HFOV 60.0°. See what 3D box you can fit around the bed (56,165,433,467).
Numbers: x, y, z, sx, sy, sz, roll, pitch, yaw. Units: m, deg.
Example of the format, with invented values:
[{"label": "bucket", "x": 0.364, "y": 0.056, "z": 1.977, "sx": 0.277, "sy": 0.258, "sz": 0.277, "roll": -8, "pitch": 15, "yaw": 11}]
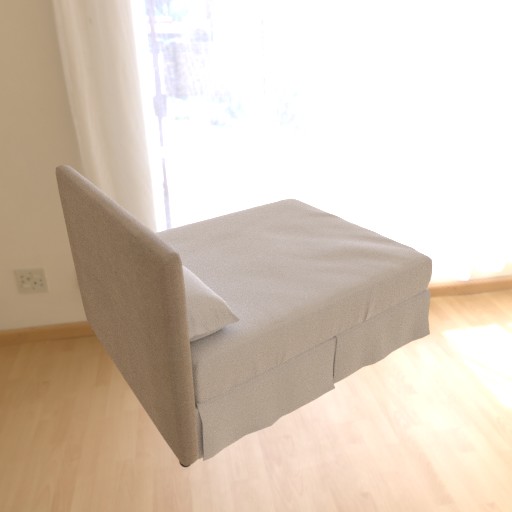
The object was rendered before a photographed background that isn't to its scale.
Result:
[{"label": "bed", "x": 0.000, "y": 0.000, "z": 3.200, "sx": 2.162, "sy": 1.330, "sz": 1.713, "roll": -18, "pitch": 33, "yaw": -31}]
